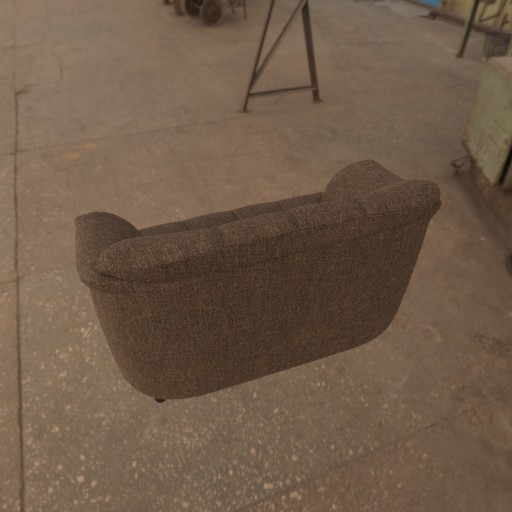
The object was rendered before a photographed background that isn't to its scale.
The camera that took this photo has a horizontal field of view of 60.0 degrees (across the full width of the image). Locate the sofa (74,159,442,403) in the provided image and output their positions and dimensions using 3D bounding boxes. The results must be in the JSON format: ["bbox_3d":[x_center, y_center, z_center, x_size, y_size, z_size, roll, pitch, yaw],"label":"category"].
[{"bbox_3d":[0.000,0.000,1.941,1.404,0.895,0.799,-13,43,-15],"label":"sofa"}]
